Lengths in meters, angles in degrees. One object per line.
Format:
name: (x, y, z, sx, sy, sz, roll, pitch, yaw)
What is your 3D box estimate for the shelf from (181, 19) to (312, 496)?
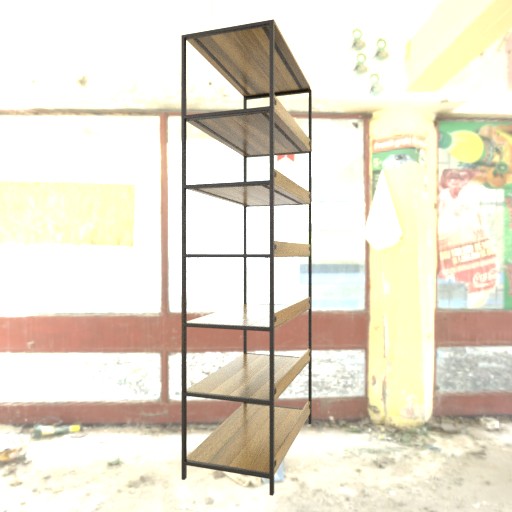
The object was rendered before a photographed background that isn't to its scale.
shelf: (0.000, 0.000, 2.331, 0.431, 2.015, 0.847, 0, 0, 18)
